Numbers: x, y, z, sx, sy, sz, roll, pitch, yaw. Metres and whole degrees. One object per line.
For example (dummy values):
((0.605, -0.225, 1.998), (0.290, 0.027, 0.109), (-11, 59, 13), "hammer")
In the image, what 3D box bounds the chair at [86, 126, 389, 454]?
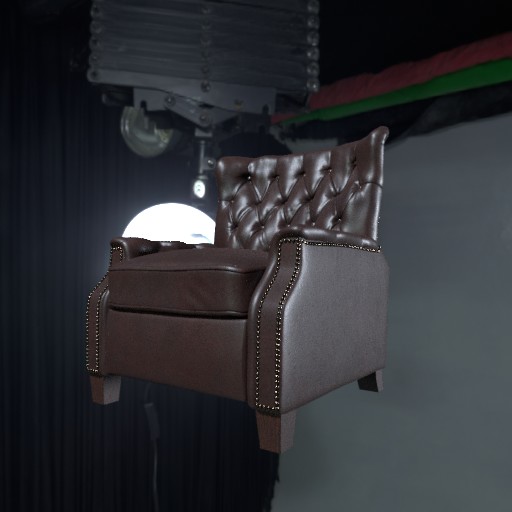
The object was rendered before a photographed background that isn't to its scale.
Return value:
((0.000, 0.000, 1.436), (0.709, 0.864, 0.823), (-1, -2, 35), "chair")
